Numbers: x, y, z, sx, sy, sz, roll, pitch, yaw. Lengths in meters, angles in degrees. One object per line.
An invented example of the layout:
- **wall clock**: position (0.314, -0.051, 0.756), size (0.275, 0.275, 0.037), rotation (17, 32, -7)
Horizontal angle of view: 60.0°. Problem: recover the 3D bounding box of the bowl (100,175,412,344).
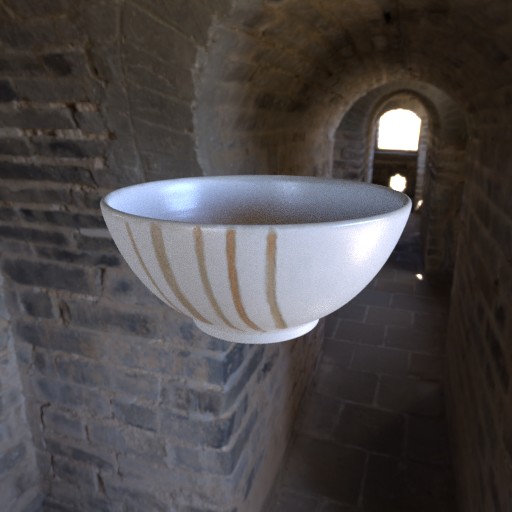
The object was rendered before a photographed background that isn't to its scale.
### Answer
- **bowl**: position (0.000, 0.000, 0.419), size (0.268, 0.121, 0.268), rotation (0, 17, 0)
